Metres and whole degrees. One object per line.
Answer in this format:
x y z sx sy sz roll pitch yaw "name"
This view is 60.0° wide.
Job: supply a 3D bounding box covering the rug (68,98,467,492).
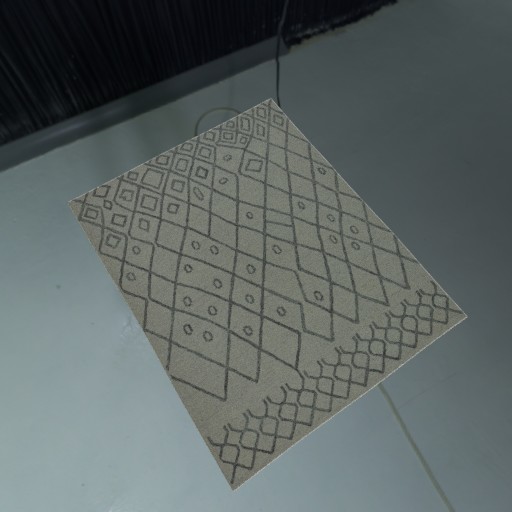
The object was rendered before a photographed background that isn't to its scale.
0.000 0.000 4.134 2.446 0.015 3.046 -31 69 -14 "rug"
